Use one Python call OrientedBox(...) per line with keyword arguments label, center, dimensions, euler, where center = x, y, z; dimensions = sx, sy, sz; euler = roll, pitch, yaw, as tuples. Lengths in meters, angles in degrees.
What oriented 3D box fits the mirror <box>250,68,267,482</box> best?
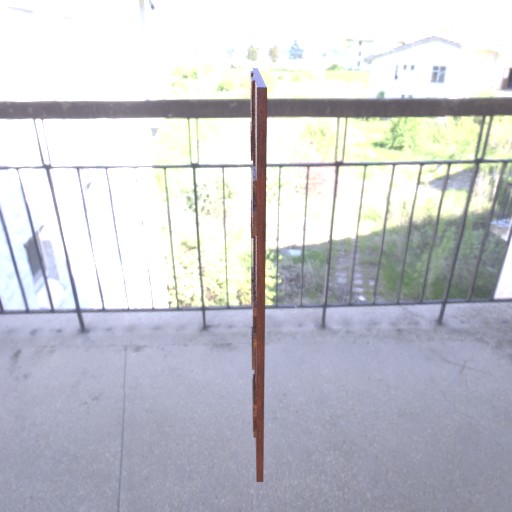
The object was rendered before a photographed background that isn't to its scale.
OrientedBox(label="mirror", center=(0.000, 0.000, 1.063), dimensions=(0.021, 0.805, 0.600), euler=(0, 25, -1))
